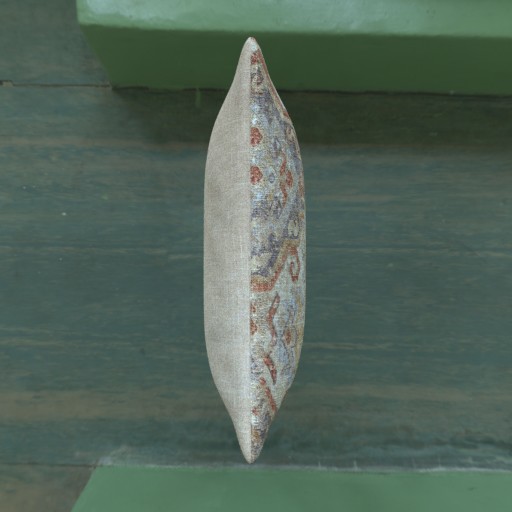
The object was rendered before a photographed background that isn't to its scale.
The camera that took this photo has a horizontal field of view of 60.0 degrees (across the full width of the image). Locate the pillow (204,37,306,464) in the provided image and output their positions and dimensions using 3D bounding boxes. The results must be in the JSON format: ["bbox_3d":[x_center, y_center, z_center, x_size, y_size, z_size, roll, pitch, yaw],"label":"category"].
[{"bbox_3d":[0.000,0.000,0.782,0.166,0.506,0.523,0,89,0],"label":"pillow"}]
